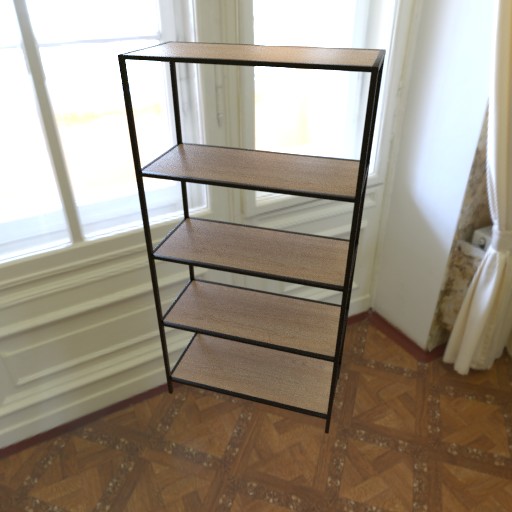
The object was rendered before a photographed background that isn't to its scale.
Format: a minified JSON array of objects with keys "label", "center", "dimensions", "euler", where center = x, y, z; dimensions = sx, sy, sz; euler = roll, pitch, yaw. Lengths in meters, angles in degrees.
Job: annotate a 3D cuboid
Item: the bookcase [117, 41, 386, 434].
[{"label":"bookcase","center":[0.000,0.000,1.778],"dimensions":[0.770,1.500,0.350],"euler":[9,33,14]}]
